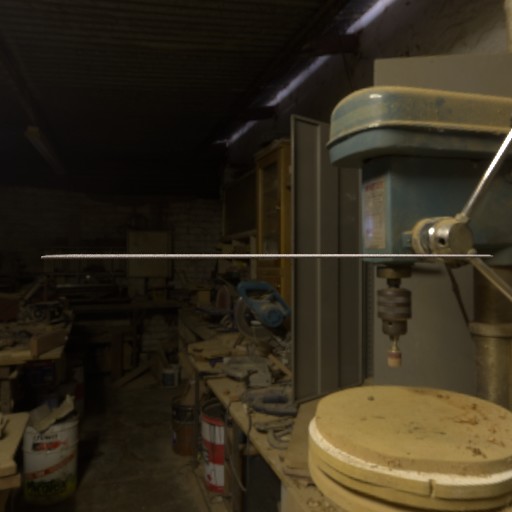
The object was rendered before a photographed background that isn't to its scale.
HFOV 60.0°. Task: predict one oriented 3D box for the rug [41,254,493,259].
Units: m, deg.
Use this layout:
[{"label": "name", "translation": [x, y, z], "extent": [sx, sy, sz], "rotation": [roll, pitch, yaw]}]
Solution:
[{"label": "rug", "translation": [0.000, 0.000, 2.285], "extent": [1.847, 0.012, 1.224], "rotation": [0, 0, -18]}]
